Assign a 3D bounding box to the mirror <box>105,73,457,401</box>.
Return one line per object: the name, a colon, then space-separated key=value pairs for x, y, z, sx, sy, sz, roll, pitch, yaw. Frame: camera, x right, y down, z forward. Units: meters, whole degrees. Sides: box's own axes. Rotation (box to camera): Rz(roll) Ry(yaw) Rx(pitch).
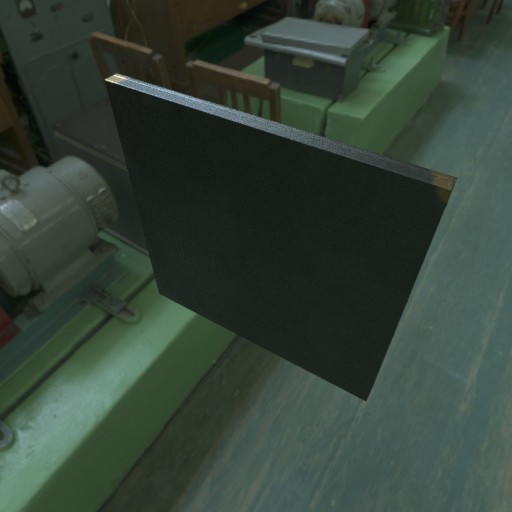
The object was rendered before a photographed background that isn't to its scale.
mirror: x=0.000 y=0.000 z=0.569 sx=0.382 sy=0.381 sz=0.020 roll=24 pitch=51 yaw=21
